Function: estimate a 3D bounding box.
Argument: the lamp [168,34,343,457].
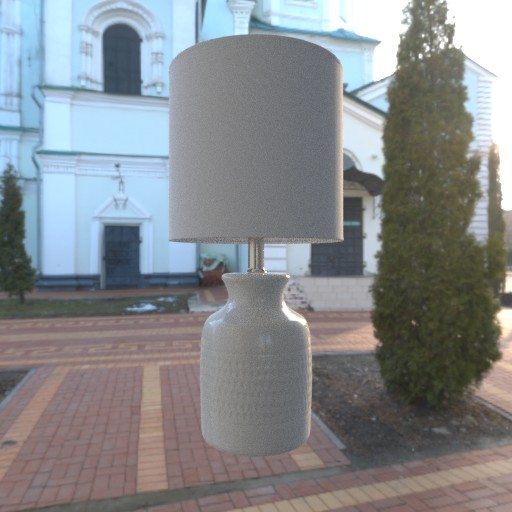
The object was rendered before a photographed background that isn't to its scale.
[{"bbox_3d":[0.000,0.000,0.485,0.188,0.392,0.188,0,0,-1],"label":"lamp"}]
